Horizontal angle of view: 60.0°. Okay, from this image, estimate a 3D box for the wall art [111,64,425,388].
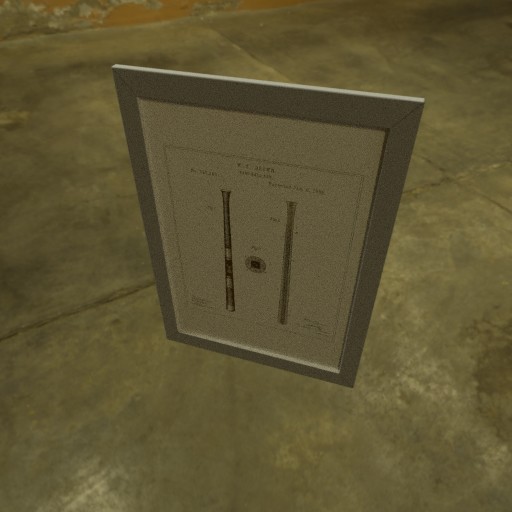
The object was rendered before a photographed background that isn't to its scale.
[{"bbox_3d":[0.000,0.000,0.682,0.374,0.529,0.012,12,42,13],"label":"wall art"}]
